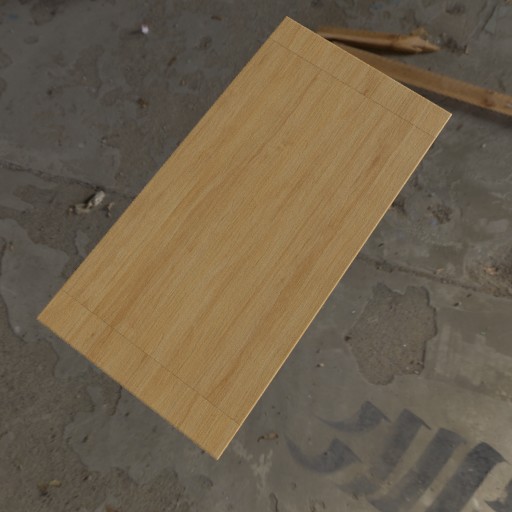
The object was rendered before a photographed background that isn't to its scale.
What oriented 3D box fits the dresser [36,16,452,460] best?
[{"bbox_3d":[0.000,0.000,1.206,0.410,0.730,0.800,35,79,8],"label":"dresser"}]
